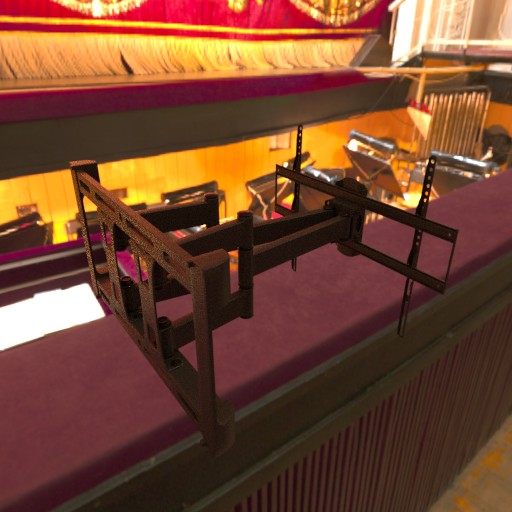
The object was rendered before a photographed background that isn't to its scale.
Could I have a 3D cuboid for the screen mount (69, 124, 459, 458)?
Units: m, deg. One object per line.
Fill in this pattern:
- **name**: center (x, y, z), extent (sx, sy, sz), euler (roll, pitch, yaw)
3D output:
- **screen mount**: center (0.000, 0.000, 1.078), extent (0.644, 0.491, 0.661), euler (-18, 32, -31)
